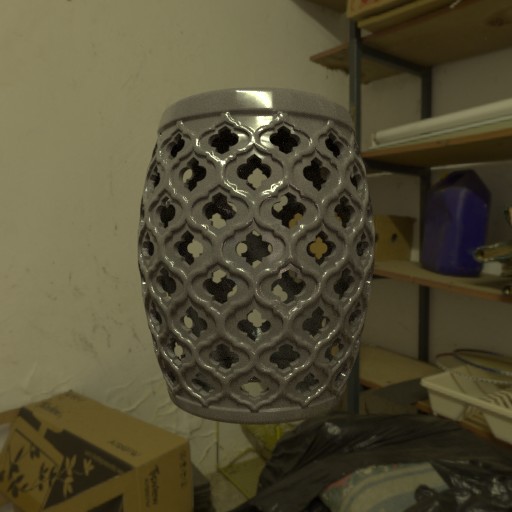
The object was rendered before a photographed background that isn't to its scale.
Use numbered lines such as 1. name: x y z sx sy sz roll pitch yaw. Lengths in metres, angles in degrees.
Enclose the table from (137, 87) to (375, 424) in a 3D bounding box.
1. table: 0.000 0.000 0.628 0.325 0.388 0.325 0 1 0
